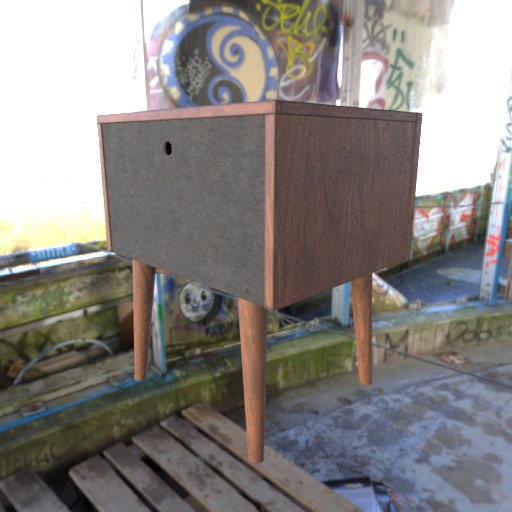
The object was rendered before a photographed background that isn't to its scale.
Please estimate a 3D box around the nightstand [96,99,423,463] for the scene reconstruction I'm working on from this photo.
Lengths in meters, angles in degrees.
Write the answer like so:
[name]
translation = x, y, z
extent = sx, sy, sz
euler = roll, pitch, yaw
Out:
[nightstand]
translation = 0.000, 0.000, 0.993
extent = 0.445, 0.607, 0.521
euler = -14, 20, -43
